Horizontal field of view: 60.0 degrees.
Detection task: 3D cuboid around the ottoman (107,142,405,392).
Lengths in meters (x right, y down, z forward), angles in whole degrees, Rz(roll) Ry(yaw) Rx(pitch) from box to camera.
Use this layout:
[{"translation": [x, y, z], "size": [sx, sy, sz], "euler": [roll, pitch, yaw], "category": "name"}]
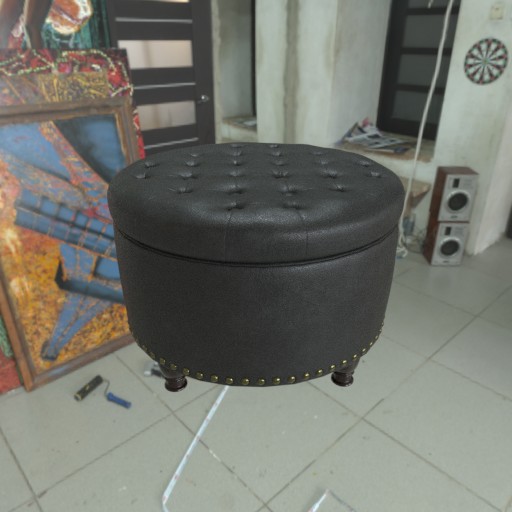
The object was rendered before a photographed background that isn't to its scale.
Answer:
[{"translation": [0.000, 0.000, 1.067], "size": [0.637, 0.442, 0.637], "euler": [0, 26, 0], "category": "ottoman"}]
